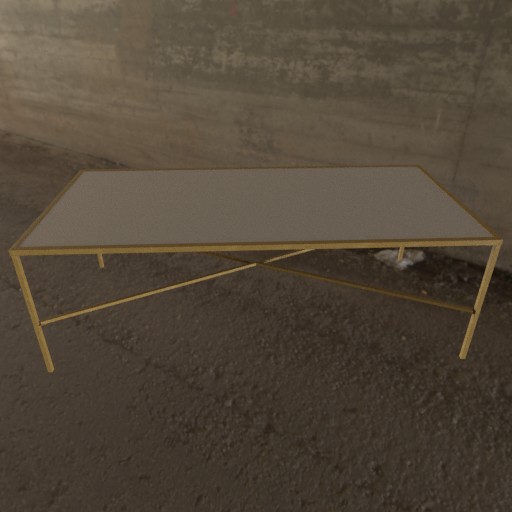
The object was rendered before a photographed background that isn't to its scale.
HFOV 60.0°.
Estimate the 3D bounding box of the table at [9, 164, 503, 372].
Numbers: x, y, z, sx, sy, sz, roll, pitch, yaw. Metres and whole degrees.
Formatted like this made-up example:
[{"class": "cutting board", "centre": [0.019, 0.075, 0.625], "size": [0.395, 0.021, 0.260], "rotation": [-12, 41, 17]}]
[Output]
[{"class": "table", "centre": [0.000, 0.000, 1.430], "size": [1.206, 0.398, 0.580], "rotation": [-1, 30, -2]}]
